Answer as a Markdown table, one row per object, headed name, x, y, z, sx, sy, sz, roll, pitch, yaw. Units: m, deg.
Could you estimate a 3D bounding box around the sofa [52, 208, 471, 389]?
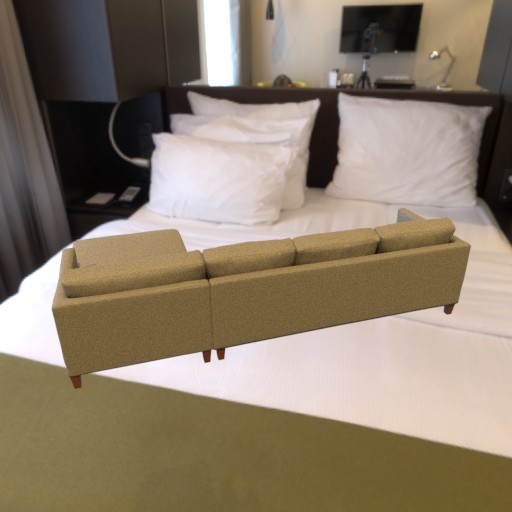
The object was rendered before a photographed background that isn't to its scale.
| name | x | y | z | sx | sy | sz | roll | pitch | yaw |
| --- | --- | --- | --- | --- | --- | --- | --- | --- | --- |
| sofa | 0.000 | 0.000 | 3.970 | 3.186 | 0.861 | 1.625 | -8 | 28 | -15 |
